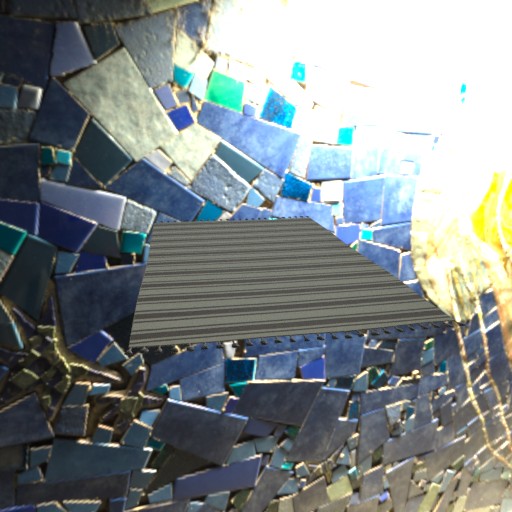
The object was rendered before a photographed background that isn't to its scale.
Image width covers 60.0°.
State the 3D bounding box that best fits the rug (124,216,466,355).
[{"bbox_3d":[0.000,0.000,2.514,1.229,0.011,2.096,-3,17,-9],"label":"rug"}]
